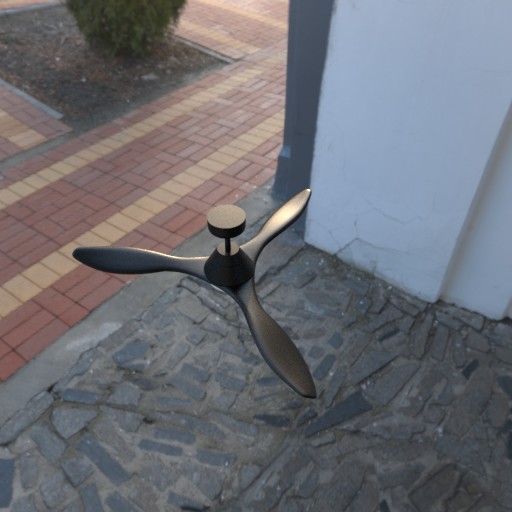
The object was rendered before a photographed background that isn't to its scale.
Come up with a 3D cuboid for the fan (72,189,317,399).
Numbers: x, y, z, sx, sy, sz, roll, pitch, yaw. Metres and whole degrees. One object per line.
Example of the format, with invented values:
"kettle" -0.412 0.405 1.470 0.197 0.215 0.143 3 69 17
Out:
"fan" 0.000 0.000 1.646 1.067 0.305 1.067 -26 48 -26
